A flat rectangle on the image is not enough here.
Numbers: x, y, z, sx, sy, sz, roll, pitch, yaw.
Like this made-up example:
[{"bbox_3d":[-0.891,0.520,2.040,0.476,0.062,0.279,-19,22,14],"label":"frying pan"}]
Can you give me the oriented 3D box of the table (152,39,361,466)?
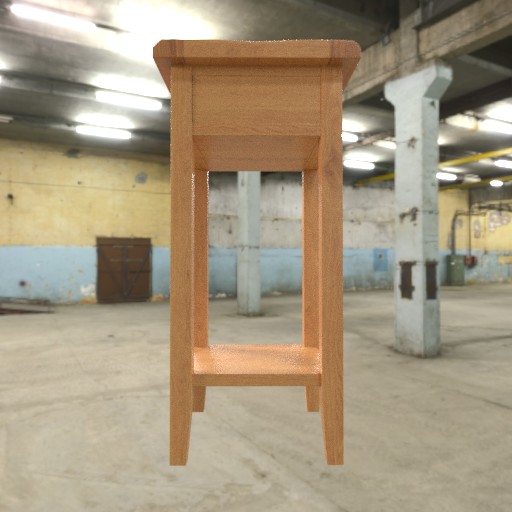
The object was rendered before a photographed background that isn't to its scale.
[{"bbox_3d":[0.000,0.000,0.936,0.360,0.740,0.360,0,-1,0],"label":"table"}]
